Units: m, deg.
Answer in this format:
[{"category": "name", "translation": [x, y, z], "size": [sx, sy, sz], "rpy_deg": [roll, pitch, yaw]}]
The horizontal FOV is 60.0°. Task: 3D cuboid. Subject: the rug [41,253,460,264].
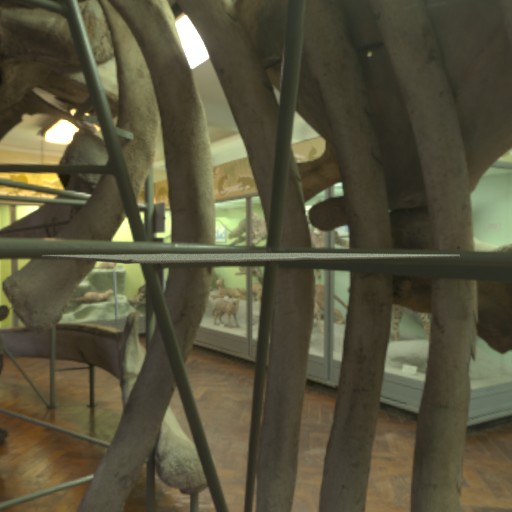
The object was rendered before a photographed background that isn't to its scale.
[{"category": "rug", "translation": [0.000, 0.000, 2.903], "size": [2.290, 0.021, 1.540], "rpy_deg": [-1, 1, -37]}]
